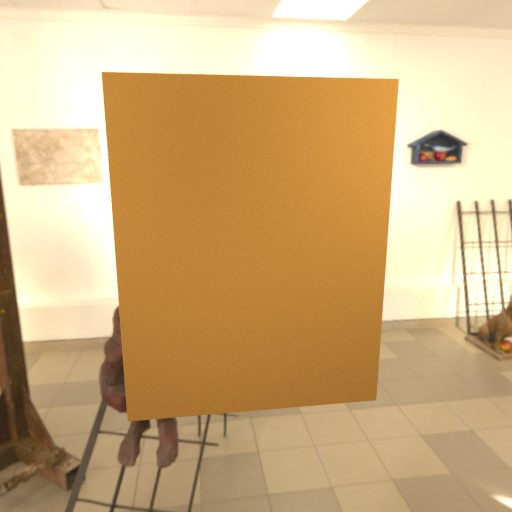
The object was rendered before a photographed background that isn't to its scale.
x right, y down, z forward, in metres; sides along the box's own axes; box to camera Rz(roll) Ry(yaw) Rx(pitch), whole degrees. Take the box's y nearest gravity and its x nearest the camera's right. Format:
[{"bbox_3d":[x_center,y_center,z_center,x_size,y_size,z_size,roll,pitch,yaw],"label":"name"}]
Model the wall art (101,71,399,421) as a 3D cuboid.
[{"bbox_3d":[0.000,0.000,1.006,0.610,0.762,0.038,-2,14,-8],"label":"wall art"}]
